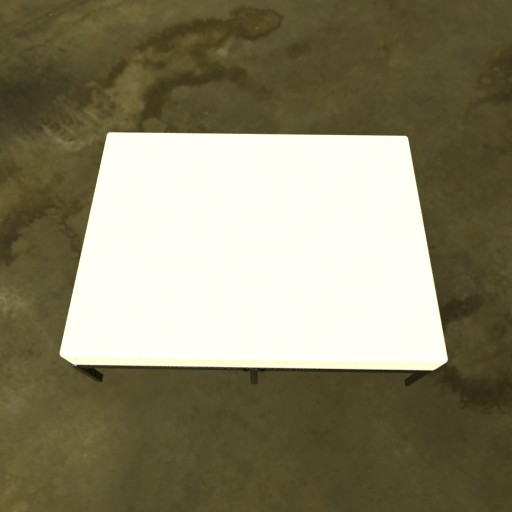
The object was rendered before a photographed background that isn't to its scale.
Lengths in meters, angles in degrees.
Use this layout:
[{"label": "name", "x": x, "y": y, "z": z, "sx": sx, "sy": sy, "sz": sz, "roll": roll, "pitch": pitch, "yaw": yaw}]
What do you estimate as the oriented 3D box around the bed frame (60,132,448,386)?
[{"label": "bed frame", "x": 0.000, "y": 0.000, "z": 2.945, "sx": 2.072, "sy": 0.659, "sz": 1.557, "roll": 1, "pitch": 63, "yaw": 0}]
